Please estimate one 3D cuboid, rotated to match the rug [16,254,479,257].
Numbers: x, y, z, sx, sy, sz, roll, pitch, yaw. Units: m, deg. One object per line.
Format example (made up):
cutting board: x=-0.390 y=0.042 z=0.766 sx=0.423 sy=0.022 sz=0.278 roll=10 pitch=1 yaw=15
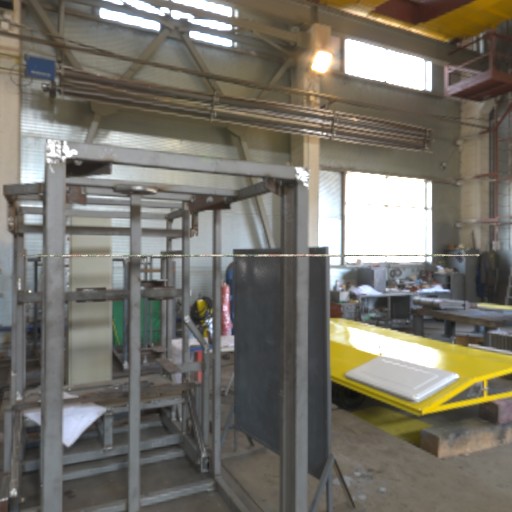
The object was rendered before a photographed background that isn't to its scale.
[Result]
rug: x=0.000 y=0.000 z=2.879 sx=2.438 sy=0.011 sz=1.524 roll=0 pitch=0 yaw=19
